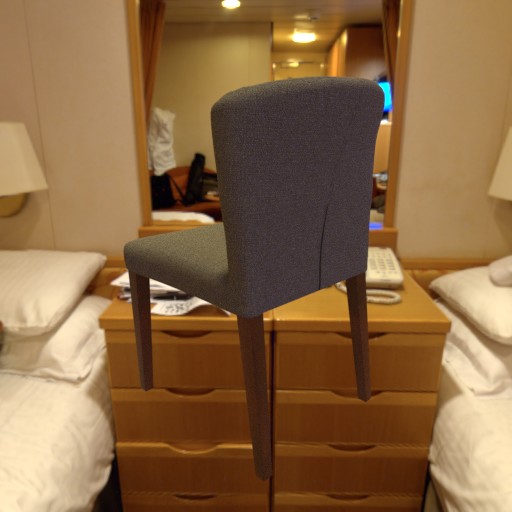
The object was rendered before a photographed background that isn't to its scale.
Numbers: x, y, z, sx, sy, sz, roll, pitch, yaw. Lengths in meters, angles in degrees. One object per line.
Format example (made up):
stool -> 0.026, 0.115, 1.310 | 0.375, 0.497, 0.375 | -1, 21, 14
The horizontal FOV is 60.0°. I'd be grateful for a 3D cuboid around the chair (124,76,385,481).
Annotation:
chair -> 0.000, 0.000, 1.170 | 0.589, 0.839, 0.491 | 15, 22, 43
